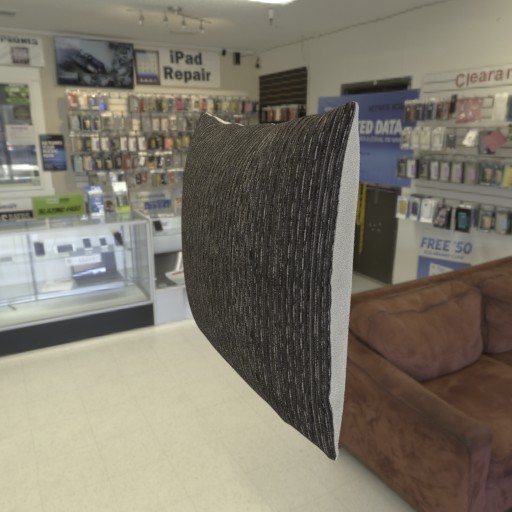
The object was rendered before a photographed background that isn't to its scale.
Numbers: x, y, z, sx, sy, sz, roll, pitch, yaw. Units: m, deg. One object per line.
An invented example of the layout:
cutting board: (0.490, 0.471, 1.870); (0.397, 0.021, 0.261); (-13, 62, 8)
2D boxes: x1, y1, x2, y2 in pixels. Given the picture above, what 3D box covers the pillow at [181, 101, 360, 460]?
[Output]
pillow: (0.000, 0.000, 0.683); (0.196, 0.434, 0.433); (-8, 18, -26)
